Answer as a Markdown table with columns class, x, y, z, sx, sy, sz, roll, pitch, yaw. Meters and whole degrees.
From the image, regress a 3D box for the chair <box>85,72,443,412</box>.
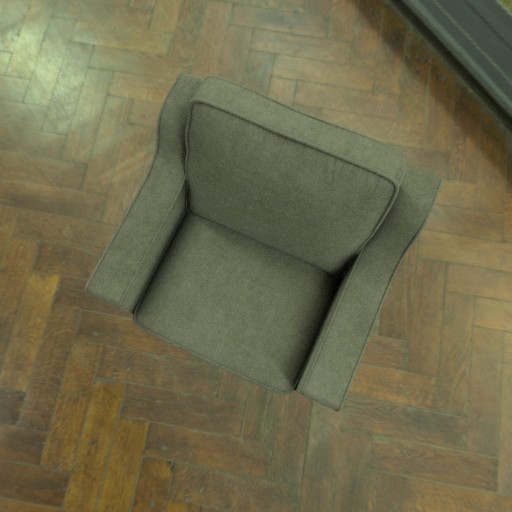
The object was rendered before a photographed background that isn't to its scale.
| class | x | y | z | sx | sy | sz | roll | pitch | yaw |
| --- | --- | --- | --- | --- | --- | --- | --- | --- | --- |
| chair | 0.000 | 0.000 | 1.628 | 0.926 | 0.944 | 0.840 | 24 | 77 | 6 |
